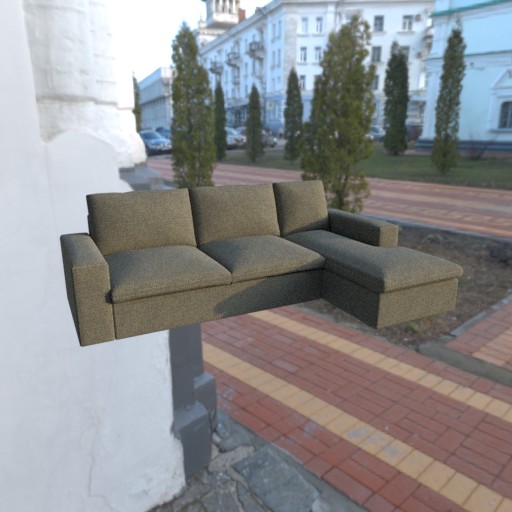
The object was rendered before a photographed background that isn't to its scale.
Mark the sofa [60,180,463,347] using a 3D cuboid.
[{"bbox_3d":[0.000,0.000,3.493,2.718,0.940,1.689,-8,18,-26],"label":"sofa"}]
